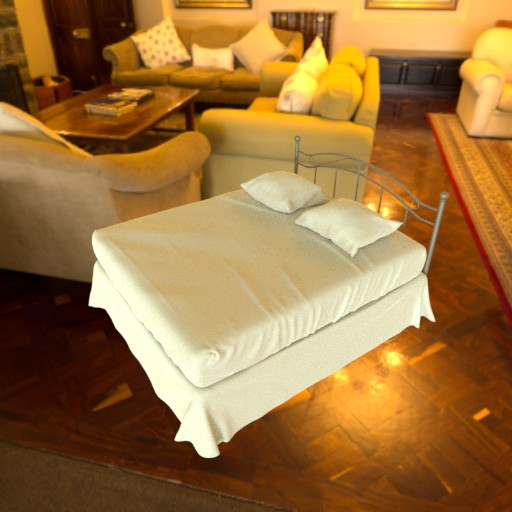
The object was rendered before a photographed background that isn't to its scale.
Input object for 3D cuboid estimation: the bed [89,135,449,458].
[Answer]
[{"bbox_3d":[0.000,0.000,3.385,2.215,1.080,1.936,-21,38,-29],"label":"bed"}]
